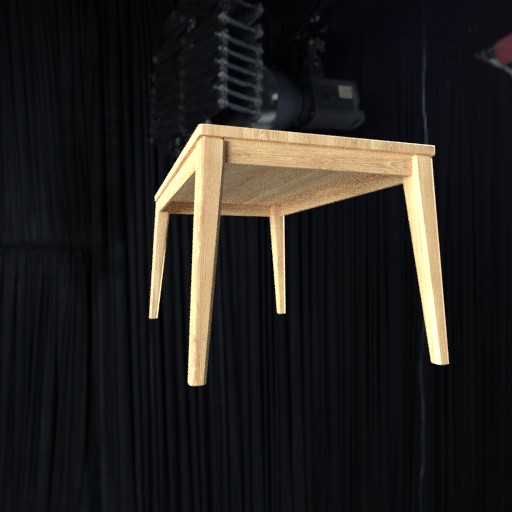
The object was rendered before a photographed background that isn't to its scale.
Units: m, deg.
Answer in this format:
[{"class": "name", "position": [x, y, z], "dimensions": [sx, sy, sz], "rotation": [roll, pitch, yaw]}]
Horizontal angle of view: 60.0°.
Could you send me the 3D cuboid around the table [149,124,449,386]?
[{"class": "table", "position": [0.000, 0.000, 2.160], "dimensions": [0.900, 0.760, 1.600], "rotation": [0, -1, -18]}]
